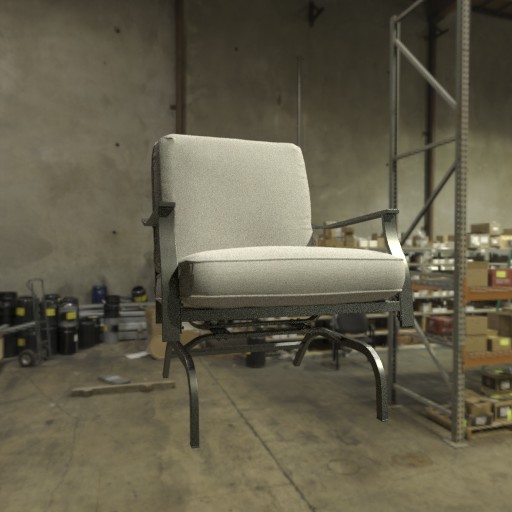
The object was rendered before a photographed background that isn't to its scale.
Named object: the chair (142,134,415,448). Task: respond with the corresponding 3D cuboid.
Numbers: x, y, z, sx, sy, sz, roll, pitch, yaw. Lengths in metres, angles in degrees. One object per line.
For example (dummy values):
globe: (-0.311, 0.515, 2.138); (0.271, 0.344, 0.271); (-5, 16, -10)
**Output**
chair: (0.000, 0.000, 1.385); (0.650, 0.860, 0.787); (0, 1, -18)
